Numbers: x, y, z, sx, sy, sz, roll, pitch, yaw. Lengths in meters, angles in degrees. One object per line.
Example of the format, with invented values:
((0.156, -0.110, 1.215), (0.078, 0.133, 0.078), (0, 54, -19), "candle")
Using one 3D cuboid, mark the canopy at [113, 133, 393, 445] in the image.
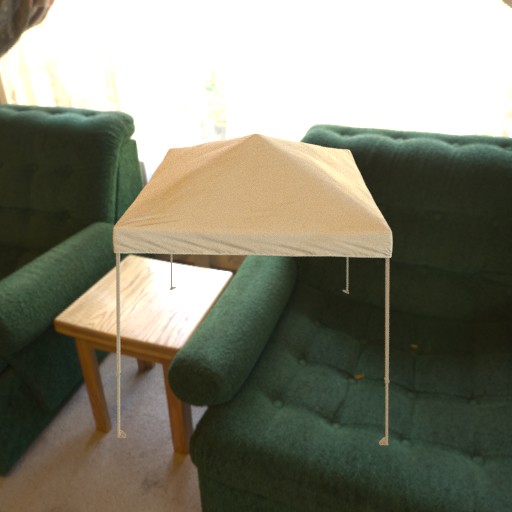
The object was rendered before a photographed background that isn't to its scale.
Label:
((0.000, 0.000, 6.537), (3.600, 3.600, 3.599), (1, 30, 2), "canopy")
